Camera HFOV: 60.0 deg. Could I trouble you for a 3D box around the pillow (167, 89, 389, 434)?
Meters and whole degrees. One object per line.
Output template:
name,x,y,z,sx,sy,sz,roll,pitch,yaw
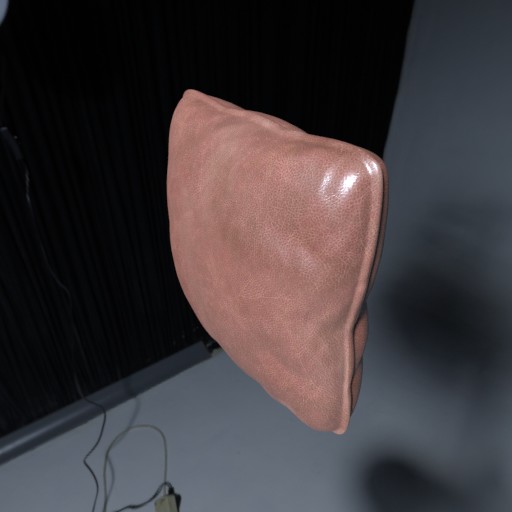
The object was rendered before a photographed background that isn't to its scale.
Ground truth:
pillow,0.000,0.000,0.829,0.236,0.523,0.532,-20,37,-29
